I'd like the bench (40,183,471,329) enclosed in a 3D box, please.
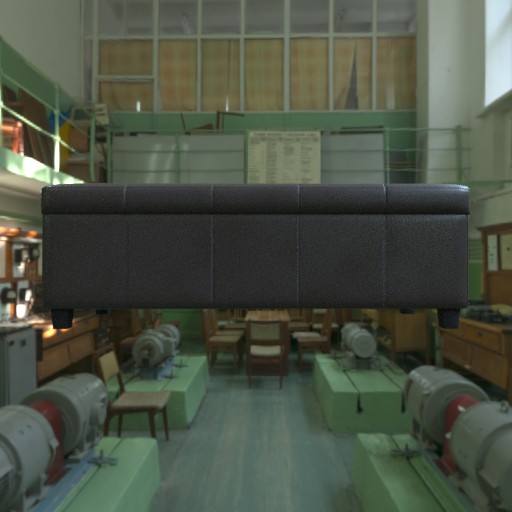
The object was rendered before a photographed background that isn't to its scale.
[{"bbox_3d":[0.000,0.000,1.443,1.219,0.417,0.450,0,-1,-1],"label":"bench"}]
